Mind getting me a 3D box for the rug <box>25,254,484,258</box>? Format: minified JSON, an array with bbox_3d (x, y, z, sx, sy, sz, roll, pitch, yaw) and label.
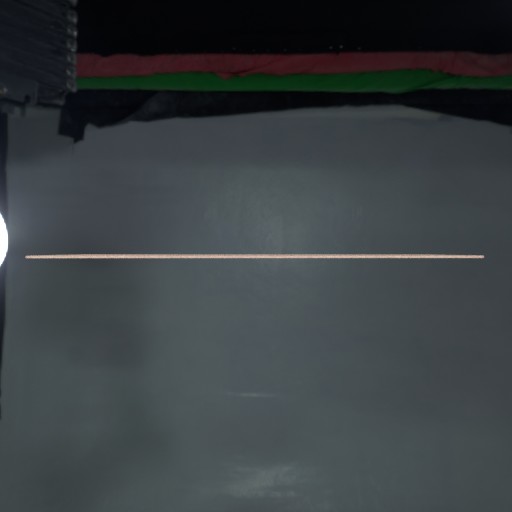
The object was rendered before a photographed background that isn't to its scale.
[{"bbox_3d":[0.000,0.000,2.709,2.435,0.015,0.760,0,1,-2],"label":"rug"}]
